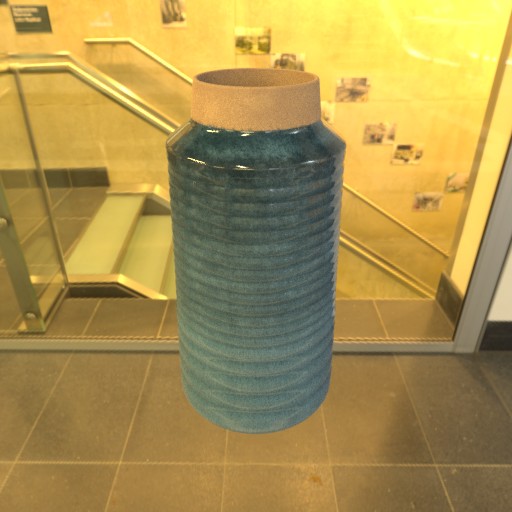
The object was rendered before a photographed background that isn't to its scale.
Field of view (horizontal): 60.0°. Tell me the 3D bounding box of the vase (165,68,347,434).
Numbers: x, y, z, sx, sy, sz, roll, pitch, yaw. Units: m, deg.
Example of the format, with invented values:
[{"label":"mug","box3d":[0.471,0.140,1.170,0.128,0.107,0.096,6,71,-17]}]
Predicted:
[{"label":"vase","box3d":[0.000,0.000,0.416,0.163,0.316,0.163,0,30,0]}]
